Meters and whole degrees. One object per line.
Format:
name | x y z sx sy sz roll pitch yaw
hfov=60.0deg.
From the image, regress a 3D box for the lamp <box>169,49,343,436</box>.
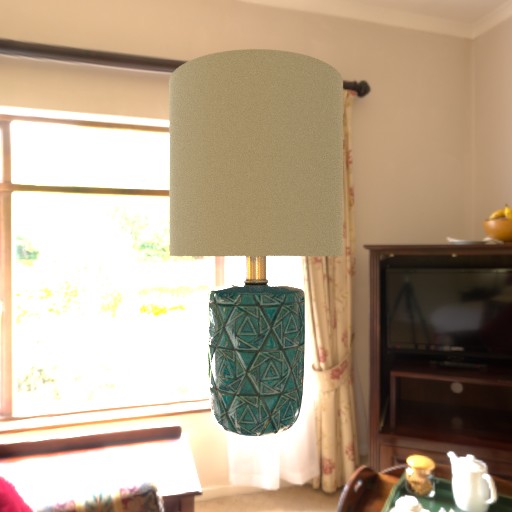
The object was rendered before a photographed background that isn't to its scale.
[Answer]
lamp | 0.000 0.000 0.500 0.193 0.377 0.193 0 0 34
